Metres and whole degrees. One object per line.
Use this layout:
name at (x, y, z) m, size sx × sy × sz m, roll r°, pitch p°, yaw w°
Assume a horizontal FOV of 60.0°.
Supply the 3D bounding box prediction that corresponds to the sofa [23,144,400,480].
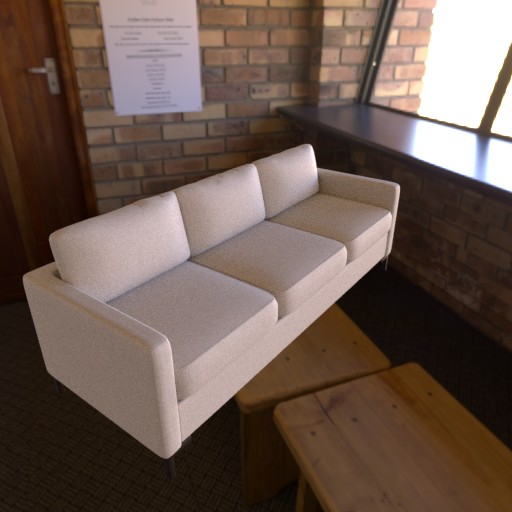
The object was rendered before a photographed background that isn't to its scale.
sofa at (0.000, 0.000, 2.544) m, size 0.859 × 0.874 × 2.218 m, roll 19°, pitch 32°, yaw 32°
